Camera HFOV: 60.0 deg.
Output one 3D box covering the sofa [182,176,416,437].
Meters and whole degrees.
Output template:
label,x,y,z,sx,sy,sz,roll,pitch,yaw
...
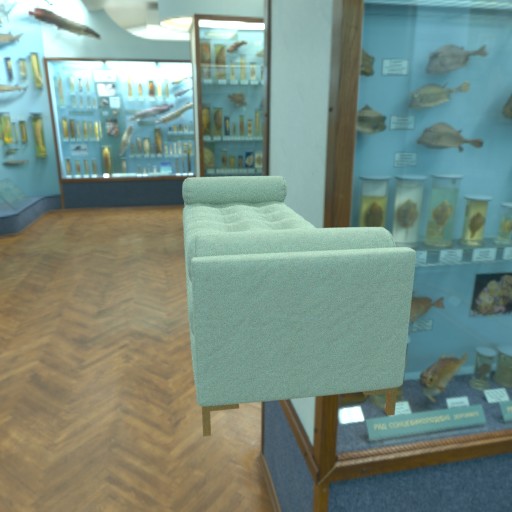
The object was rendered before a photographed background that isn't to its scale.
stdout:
label,x,y,z,sx,sy,sz,roll,pitch,yaw
sofa,0.000,0.000,2.516,0.796,0.705,2.102,-3,17,-9
